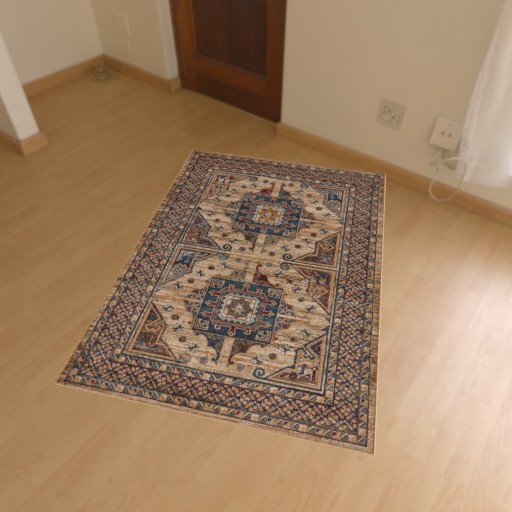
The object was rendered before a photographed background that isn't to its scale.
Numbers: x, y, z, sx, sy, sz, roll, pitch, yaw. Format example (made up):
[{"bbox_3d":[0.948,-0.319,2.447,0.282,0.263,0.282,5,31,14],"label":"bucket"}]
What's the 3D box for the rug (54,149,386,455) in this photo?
[{"bbox_3d":[0.000,0.000,2.892,1.611,0.008,2.227,9,47,9],"label":"rug"}]
